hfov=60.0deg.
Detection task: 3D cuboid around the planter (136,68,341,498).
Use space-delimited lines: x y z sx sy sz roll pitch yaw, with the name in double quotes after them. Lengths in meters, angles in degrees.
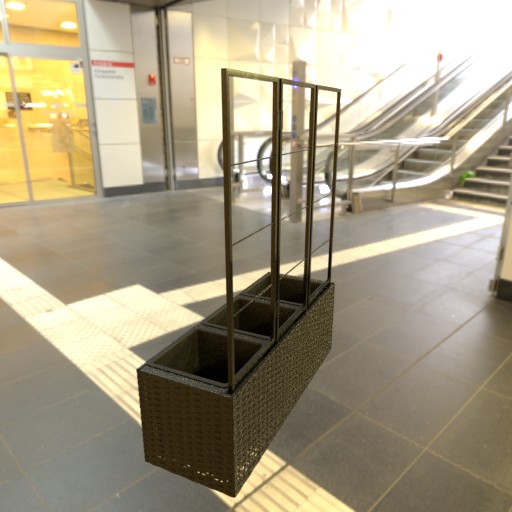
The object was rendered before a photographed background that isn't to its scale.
0.000 0.000 1.153 0.244 0.841 0.698 8 20 25 "planter"
